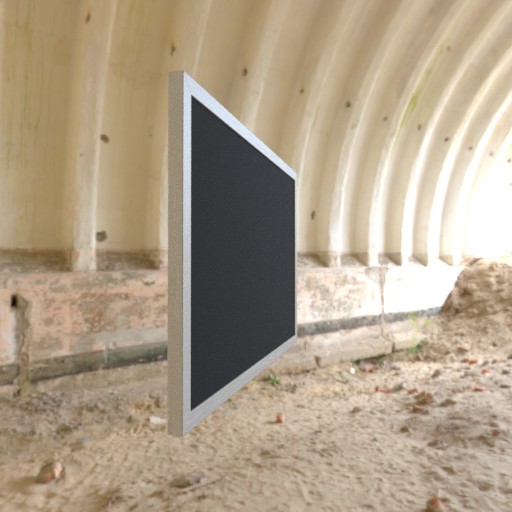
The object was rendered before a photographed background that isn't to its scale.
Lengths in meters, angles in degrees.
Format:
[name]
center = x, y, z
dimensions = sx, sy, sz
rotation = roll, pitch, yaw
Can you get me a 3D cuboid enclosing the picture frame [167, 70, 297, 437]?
[picture frame]
center = 0.000, 0.000, 1.230
dimensions = 0.029, 0.640, 0.950
rotation = 0, -1, 17
